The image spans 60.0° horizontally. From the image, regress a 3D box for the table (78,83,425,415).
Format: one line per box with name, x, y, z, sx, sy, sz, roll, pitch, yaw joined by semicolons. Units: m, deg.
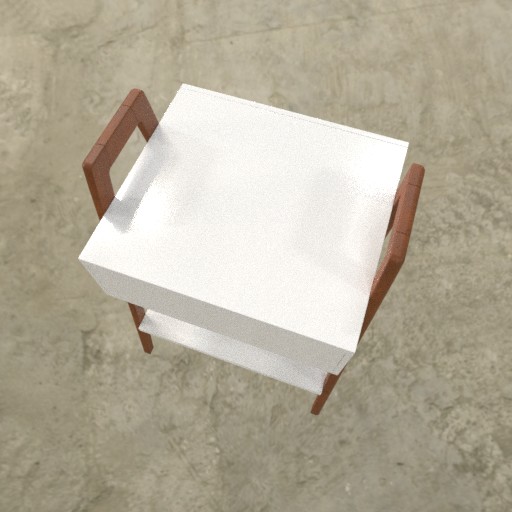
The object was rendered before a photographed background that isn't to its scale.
table;0.000;0.000;0.890;0.457;0.610;0.405;18;65;9
